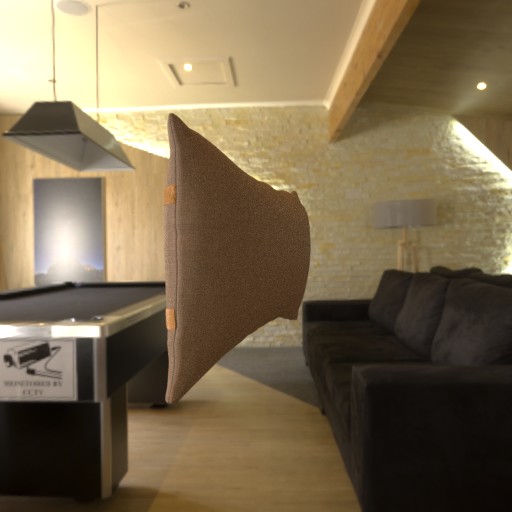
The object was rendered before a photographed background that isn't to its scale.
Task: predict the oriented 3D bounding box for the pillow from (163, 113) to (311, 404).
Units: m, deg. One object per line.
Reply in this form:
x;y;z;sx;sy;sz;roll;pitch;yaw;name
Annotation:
0.000;0.000;0.754;0.148;0.308;0.612;0;1;18;pillow
